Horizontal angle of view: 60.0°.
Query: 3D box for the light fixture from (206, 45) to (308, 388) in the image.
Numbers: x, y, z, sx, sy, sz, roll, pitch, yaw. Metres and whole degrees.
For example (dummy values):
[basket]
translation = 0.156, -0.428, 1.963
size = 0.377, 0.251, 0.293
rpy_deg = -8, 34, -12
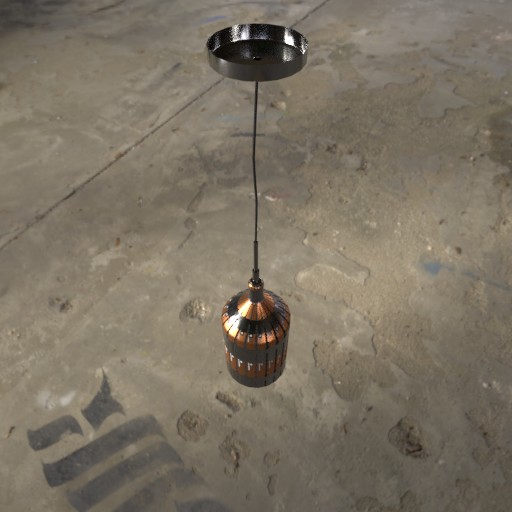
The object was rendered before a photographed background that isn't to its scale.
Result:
[light fixture]
translation = 0.000, 0.000, 1.645
size = 0.303, 1.535, 0.303
rpy_deg = 0, 47, 0
